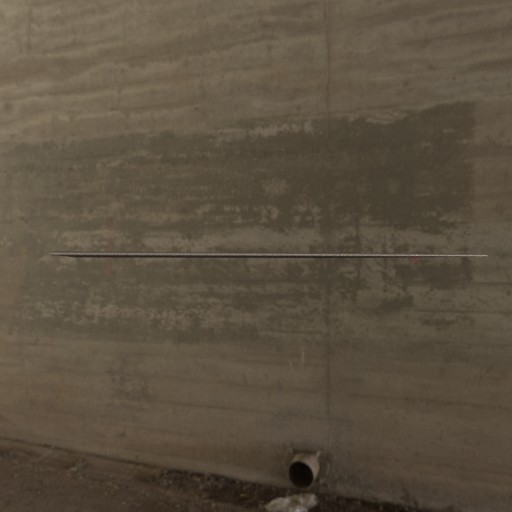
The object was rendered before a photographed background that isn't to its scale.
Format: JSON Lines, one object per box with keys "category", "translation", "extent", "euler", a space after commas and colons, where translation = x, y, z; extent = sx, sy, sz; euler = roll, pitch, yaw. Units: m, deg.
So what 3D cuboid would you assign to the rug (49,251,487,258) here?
{"category": "rug", "translation": [0.000, 0.000, 3.469], "extent": [2.746, 0.018, 1.819], "euler": [0, -1, -18]}
